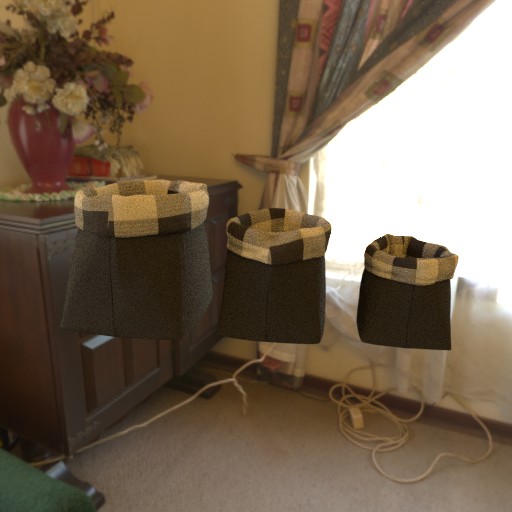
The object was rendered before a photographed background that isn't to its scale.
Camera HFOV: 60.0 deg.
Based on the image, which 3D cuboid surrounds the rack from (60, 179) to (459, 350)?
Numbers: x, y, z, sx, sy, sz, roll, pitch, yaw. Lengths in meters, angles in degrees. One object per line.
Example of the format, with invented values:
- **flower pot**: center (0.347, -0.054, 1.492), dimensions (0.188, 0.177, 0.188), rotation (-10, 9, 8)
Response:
- **rack**: center (0.000, 0.000, 1.075), dimensions (0.889, 0.329, 0.370), rotation (3, 16, 9)
